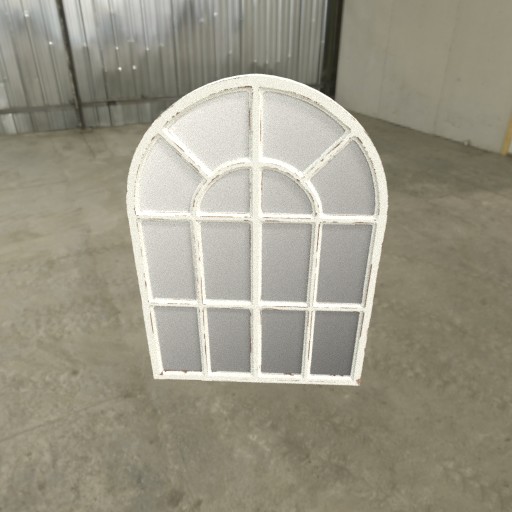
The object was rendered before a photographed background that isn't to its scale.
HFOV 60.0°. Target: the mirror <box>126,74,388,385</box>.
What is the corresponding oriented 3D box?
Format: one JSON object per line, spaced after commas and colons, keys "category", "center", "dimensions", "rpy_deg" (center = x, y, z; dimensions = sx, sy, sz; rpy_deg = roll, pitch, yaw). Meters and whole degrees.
{"category": "mirror", "center": [0.000, 0.000, 1.203], "dimensions": [0.660, 0.920, 0.032], "rpy_deg": [1, 30, 2]}
